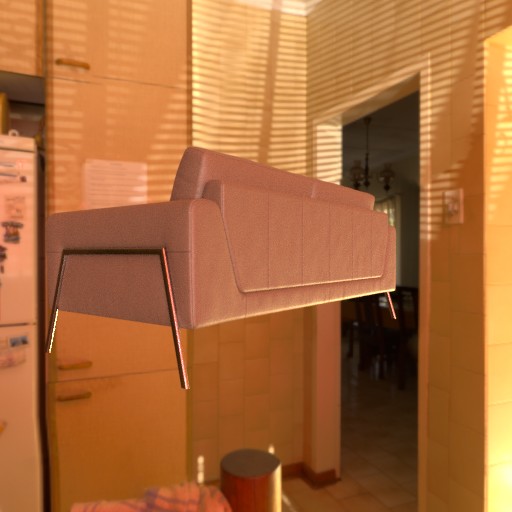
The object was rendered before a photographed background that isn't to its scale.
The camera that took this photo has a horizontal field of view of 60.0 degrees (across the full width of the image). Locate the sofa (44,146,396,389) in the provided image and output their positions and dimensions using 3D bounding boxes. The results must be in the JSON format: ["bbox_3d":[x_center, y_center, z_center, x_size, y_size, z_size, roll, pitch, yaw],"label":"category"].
[{"bbox_3d":[0.000,0.000,2.559,0.953,0.875,2.017,0,0,37],"label":"sofa"}]
